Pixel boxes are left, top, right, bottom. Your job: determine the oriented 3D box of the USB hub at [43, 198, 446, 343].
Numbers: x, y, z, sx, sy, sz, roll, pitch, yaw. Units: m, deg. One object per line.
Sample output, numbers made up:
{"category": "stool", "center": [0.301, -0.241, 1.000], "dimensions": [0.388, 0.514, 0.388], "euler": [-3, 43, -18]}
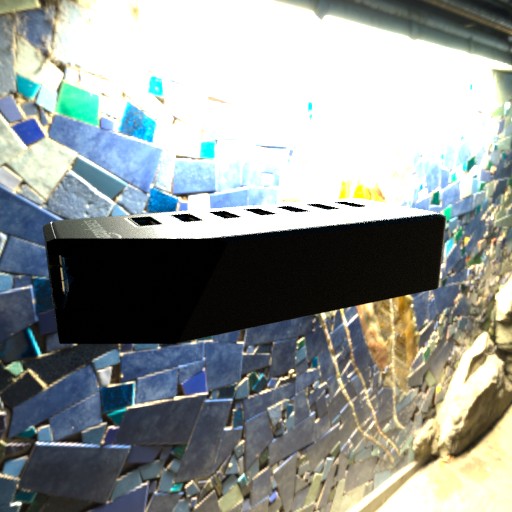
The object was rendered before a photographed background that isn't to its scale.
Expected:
{"category": "USB hub", "center": [0.000, 0.000, 0.130], "dimensions": [0.110, 0.023, 0.044], "euler": [-7, 17, -26]}
